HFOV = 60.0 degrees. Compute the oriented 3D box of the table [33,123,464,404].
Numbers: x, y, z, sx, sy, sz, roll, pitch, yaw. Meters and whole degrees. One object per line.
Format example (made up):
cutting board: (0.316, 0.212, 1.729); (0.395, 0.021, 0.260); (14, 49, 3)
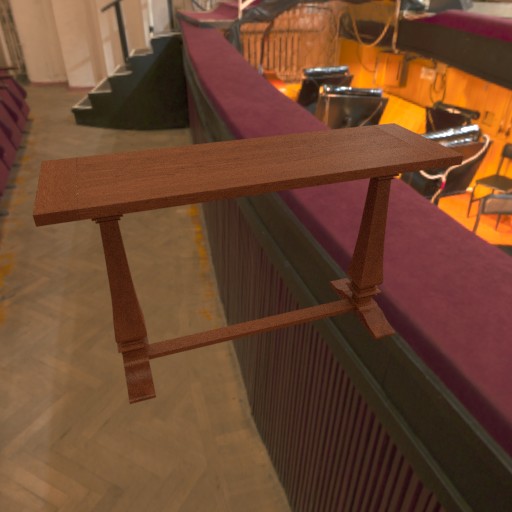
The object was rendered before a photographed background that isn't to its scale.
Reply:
table: (0.000, 0.000, 1.850); (1.478, 0.852, 0.461); (-11, 34, -16)
